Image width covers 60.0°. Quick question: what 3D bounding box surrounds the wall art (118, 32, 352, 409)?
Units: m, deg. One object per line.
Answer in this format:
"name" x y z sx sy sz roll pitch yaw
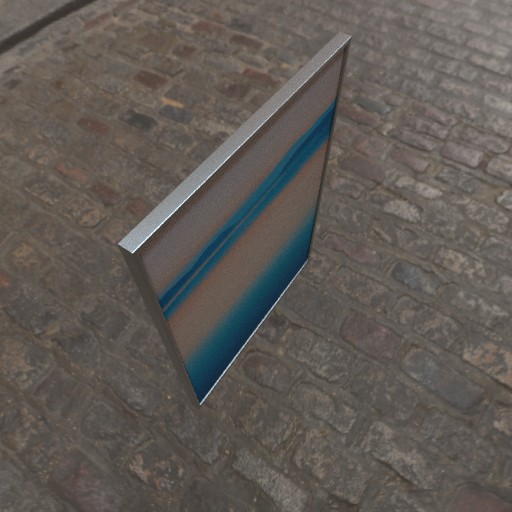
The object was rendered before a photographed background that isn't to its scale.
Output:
"wall art" 0.000 0.000 1.392 0.037 1.062 0.801 30 62 18
